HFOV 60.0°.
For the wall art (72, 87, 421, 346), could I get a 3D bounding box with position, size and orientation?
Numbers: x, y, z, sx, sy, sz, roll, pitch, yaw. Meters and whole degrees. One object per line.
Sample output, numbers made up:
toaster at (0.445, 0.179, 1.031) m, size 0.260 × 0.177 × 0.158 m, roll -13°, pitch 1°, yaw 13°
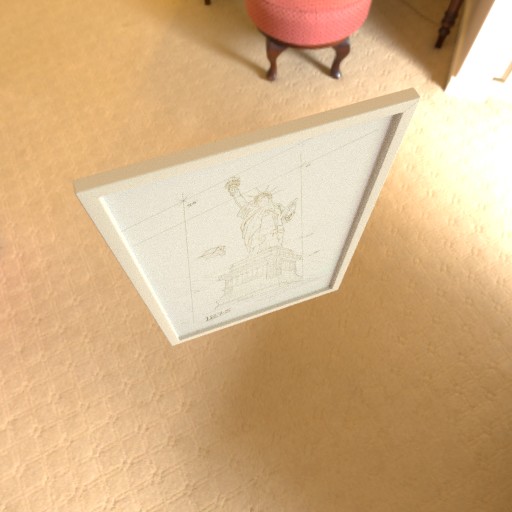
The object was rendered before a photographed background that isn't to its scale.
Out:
wall art at (0.000, 0.000, 1.509) m, size 0.808 × 1.183 × 0.038 m, roll -18°, pitch 65°, yaw -9°
